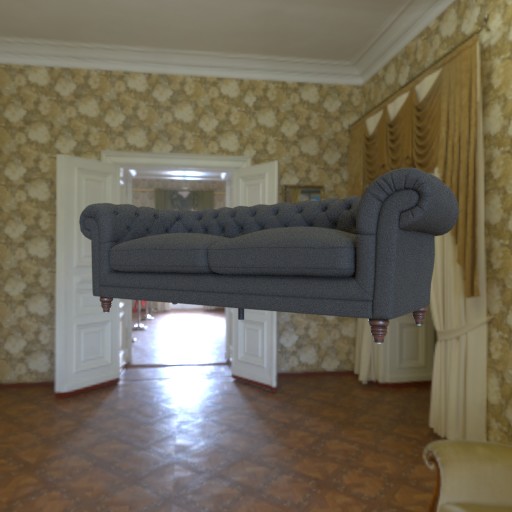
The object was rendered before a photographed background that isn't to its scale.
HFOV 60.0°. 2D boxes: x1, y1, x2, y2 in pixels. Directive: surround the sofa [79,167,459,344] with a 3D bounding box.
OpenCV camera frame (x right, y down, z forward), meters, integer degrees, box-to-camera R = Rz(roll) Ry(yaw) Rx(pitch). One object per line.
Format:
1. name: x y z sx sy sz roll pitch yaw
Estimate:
1. sofa: 0.000 0.000 2.785 2.362 0.762 0.991 0 0 35
